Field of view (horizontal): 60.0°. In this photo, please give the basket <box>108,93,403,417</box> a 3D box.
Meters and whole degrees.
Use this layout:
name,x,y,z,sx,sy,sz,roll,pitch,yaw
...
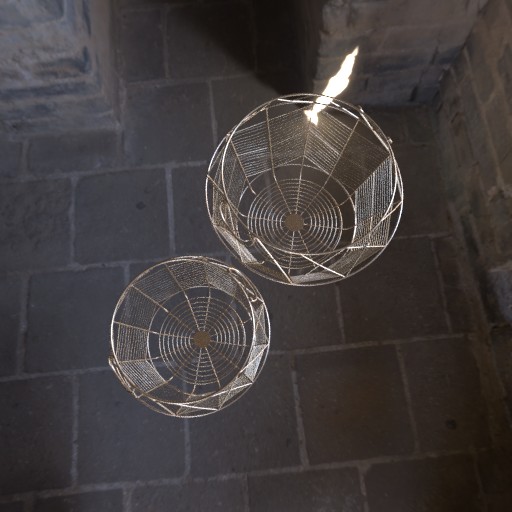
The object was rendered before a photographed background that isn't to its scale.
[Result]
name,x,y,z,sx,sy,sz,roll,pitch,yaw
basket,0.000,0.000,1.047,0.451,0.343,0.805,37,79,9
